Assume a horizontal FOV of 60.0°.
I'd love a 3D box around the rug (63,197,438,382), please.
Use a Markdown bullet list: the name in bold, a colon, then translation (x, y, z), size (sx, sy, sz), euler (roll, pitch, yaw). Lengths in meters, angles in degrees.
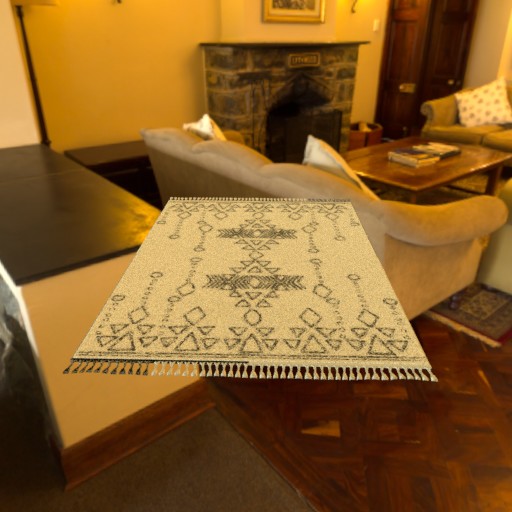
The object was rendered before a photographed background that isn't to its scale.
- **rug**: translation (0.000, 0.000, 2.919), size (1.600, 0.013, 2.312), euler (1, 26, 2)
